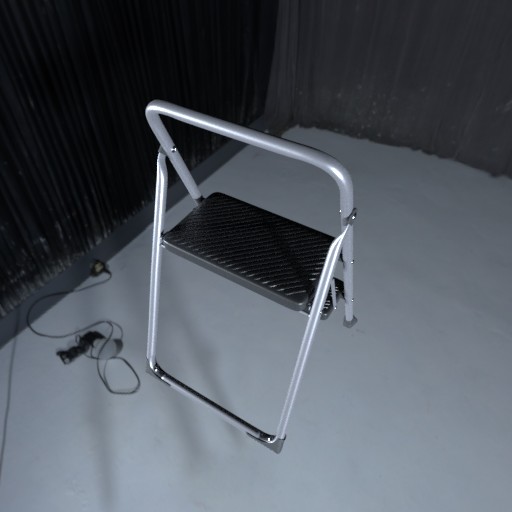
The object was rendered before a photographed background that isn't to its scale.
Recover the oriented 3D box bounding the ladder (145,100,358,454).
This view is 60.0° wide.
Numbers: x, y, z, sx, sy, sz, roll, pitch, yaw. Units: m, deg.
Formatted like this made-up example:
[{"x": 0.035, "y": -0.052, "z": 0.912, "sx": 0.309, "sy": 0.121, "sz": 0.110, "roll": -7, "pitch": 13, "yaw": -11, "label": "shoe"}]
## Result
[{"x": 0.000, "y": 0.000, "z": 1.003, "sx": 0.430, "sy": 0.720, "sz": 0.472, "roll": 24, "pitch": 50, "yaw": 21, "label": "ladder"}]
